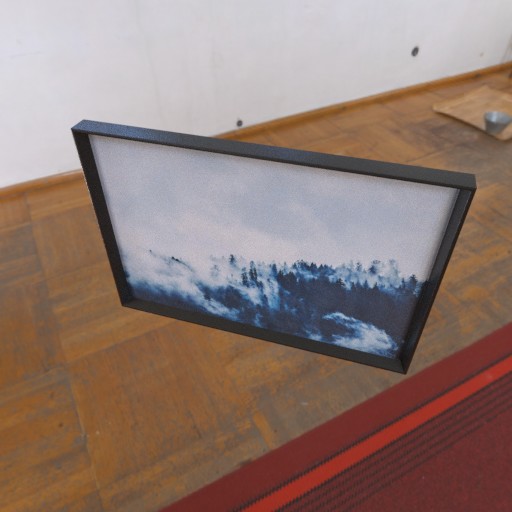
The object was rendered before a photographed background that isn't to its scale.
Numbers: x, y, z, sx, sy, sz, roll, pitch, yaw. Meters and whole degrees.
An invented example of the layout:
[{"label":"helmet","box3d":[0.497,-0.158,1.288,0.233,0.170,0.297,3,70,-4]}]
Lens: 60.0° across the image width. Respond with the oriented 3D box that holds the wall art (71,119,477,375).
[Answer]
[{"label":"wall art","box3d":[0.000,0.000,1.216,0.939,0.640,0.058,11,42,13]}]
